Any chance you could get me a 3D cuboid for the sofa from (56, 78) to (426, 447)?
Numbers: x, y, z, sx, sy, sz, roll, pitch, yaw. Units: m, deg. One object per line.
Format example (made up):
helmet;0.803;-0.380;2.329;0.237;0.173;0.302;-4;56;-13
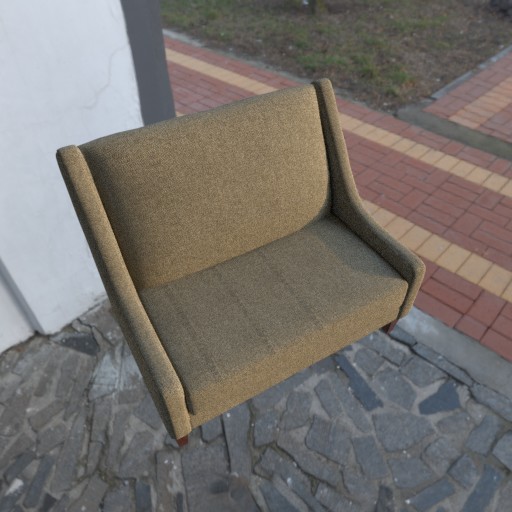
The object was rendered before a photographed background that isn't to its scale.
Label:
sofa;0.000;0.000;1.919;1.242;1.021;0.870;-22;49;-21
